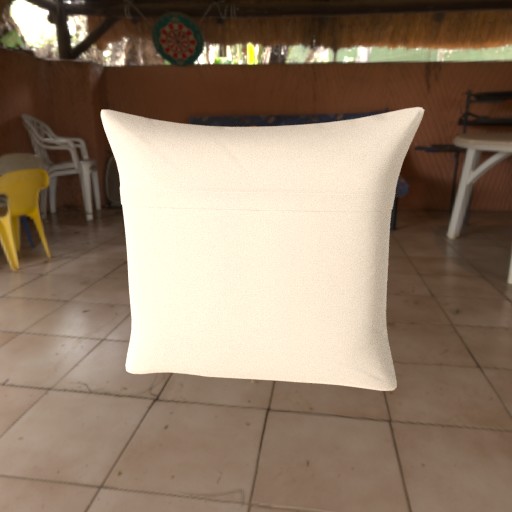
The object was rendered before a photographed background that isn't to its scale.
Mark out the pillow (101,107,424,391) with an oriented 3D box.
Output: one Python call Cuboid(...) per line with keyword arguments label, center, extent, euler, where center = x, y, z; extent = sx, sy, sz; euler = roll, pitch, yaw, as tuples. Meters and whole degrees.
Cuboid(label="pillow", center=(0.000, 0.000, 0.753), extent=(0.501, 0.477, 0.192), euler=(2, 16, 7))
